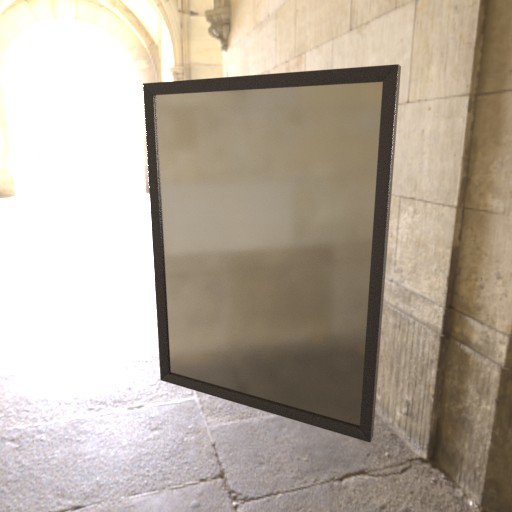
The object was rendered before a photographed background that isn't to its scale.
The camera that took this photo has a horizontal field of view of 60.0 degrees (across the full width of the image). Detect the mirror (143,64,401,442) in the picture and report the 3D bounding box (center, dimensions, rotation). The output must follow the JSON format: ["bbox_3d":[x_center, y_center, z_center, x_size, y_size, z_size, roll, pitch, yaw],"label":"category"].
[{"bbox_3d":[0.000,0.000,1.338,0.762,1.016,0.040,7,16,26],"label":"mirror"}]
